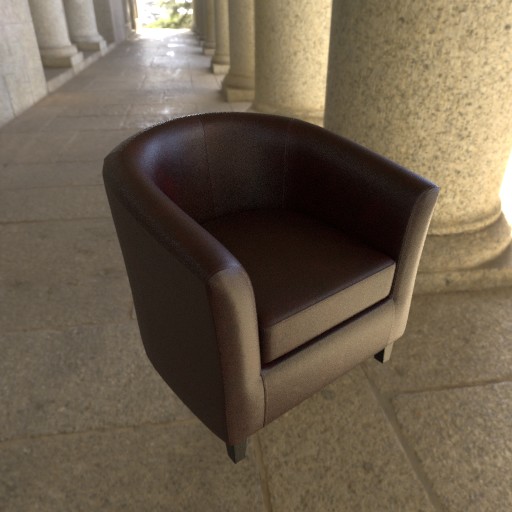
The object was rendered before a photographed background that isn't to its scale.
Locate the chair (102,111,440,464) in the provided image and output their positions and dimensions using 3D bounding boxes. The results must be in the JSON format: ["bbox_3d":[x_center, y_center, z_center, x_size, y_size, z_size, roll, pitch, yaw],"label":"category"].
[{"bbox_3d":[0.000,0.000,1.399,0.792,0.756,0.727,-21,36,-32],"label":"chair"}]
